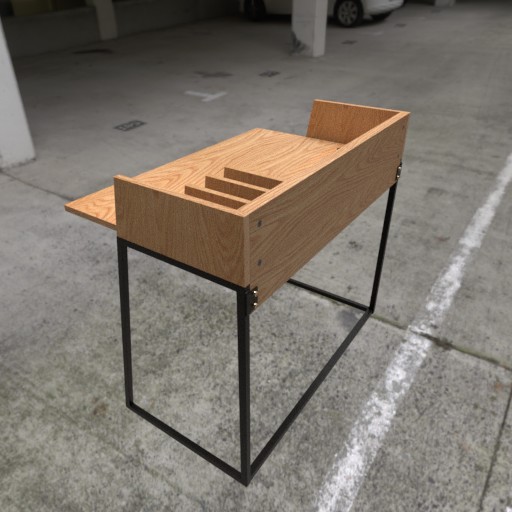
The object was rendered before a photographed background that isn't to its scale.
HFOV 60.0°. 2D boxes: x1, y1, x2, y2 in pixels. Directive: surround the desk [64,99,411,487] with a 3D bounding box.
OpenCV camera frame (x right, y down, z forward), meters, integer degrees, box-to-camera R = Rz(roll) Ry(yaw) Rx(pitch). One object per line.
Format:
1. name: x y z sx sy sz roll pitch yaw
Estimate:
1. desk: 0.000 0.000 1.883 0.769 1.061 1.191 20 36 29
